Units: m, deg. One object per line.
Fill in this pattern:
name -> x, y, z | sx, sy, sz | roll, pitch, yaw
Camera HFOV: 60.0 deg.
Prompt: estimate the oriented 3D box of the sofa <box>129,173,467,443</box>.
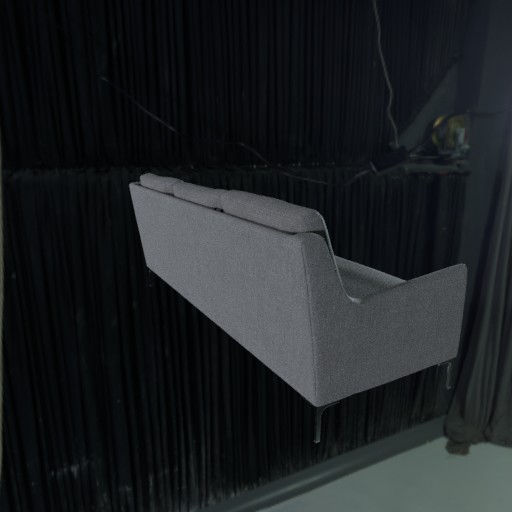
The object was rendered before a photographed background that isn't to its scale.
sofa -> 0.000, 0.000, 2.473 | 0.849, 0.837, 2.060 | -8, 17, -29
